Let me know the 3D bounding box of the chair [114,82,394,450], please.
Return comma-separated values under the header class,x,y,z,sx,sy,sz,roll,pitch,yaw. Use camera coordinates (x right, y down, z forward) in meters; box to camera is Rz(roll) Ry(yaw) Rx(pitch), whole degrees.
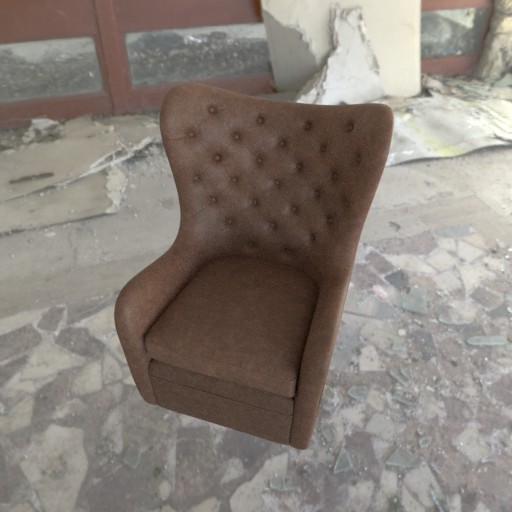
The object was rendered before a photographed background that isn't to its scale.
class,x,y,z,sx,sy,sz,roll,pitch,yaw
chair,0.000,0.000,1.738,0.831,1.079,0.930,12,41,14
